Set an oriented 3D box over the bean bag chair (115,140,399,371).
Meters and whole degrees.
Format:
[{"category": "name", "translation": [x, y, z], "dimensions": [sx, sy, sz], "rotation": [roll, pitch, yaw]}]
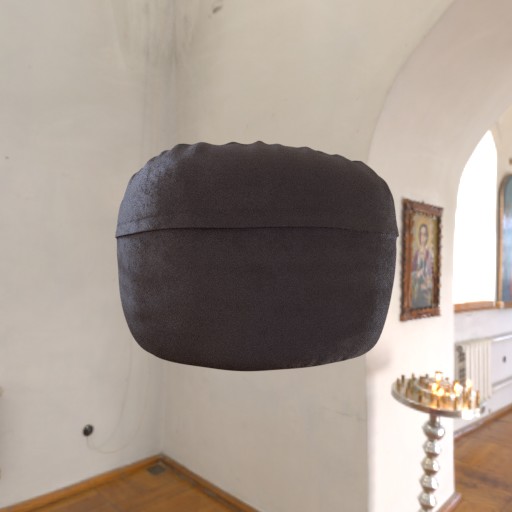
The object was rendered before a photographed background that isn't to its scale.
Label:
[{"category": "bean bag chair", "translation": [0.000, 0.000, 2.054], "dimensions": [1.245, 0.821, 1.245], "rotation": [0, 0, 0]}]
